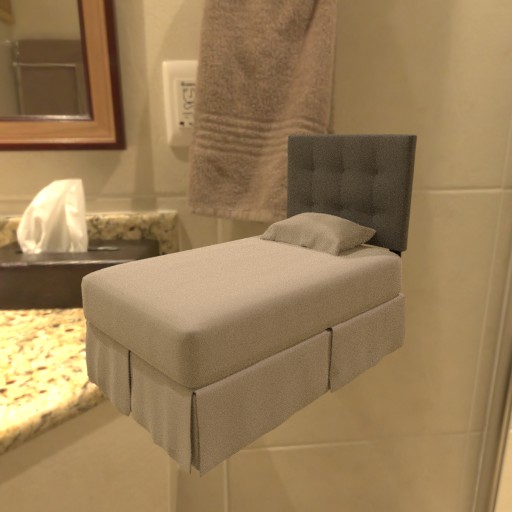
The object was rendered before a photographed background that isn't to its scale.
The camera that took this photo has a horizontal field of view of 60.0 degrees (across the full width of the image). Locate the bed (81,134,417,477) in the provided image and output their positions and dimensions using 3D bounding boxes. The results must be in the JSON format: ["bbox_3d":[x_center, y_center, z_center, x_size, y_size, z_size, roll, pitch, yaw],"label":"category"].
[{"bbox_3d":[0.000,0.000,2.955,1.997,1.571,1.261,-14,20,-42],"label":"bed"}]
